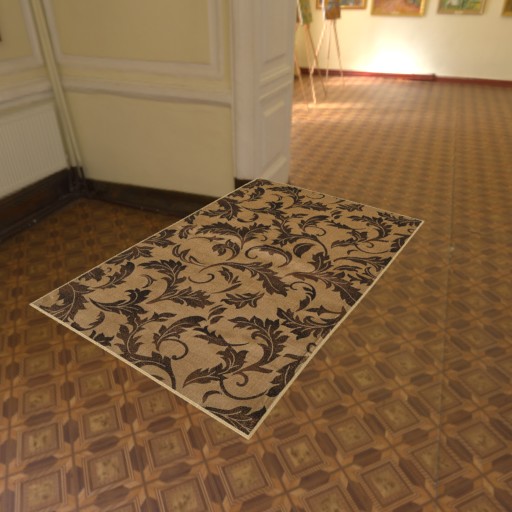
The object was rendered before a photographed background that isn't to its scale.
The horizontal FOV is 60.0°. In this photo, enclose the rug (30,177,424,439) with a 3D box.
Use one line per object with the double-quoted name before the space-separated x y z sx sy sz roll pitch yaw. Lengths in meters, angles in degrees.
"rug" 0.000 0.000 2.912 1.522 0.008 2.284 20 37 29
